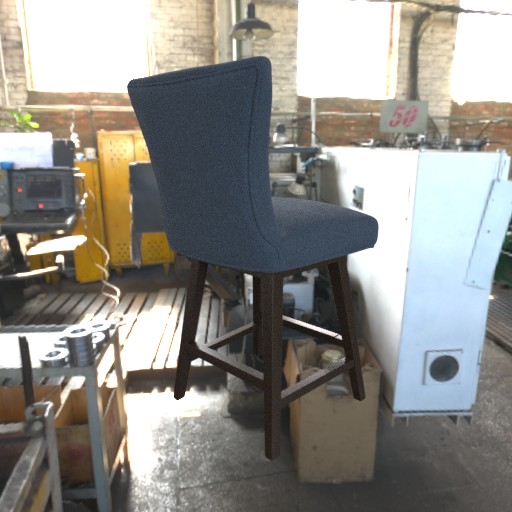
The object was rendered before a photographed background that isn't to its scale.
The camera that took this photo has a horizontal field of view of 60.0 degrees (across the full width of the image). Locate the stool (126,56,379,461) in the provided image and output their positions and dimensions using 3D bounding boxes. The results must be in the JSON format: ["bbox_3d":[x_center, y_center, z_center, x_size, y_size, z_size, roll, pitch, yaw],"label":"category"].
[{"bbox_3d":[0.000,0.000,1.332,0.514,1.000,0.574,13,19,42],"label":"stool"}]
